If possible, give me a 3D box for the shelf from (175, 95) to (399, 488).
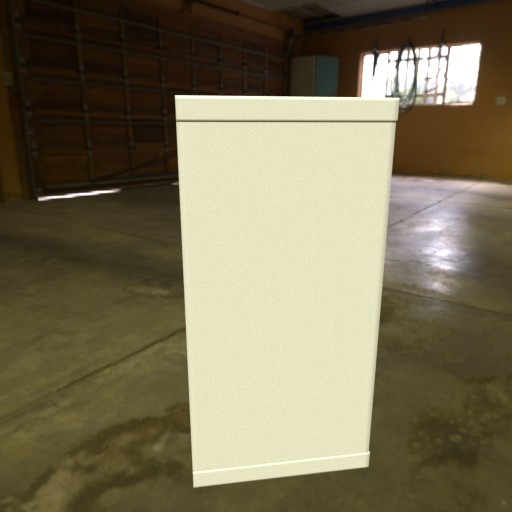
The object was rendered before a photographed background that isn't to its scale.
[{"bbox_3d":[0.000,0.000,1.237,0.390,0.786,0.790,-2,16,-8],"label":"shelf"}]
